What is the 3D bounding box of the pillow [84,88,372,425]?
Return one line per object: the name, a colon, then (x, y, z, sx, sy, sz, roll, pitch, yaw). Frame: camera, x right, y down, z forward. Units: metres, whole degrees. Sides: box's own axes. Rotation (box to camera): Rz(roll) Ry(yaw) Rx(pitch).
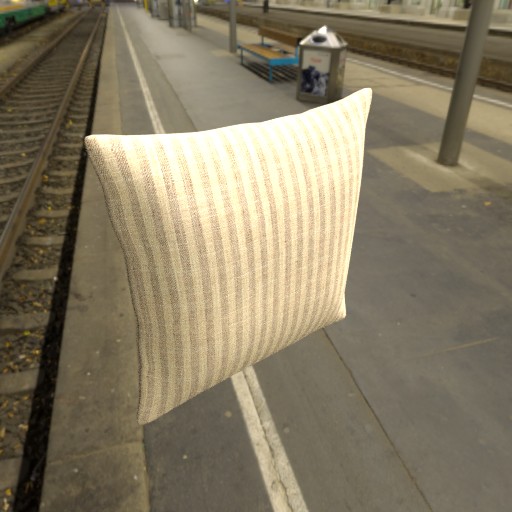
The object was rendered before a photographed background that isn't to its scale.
pillow: (0.000, 0.000, 0.787, 0.523, 0.510, 0.166, -21, 37, -31)
